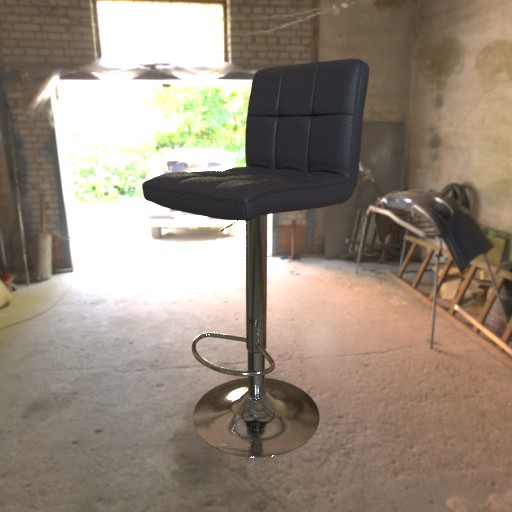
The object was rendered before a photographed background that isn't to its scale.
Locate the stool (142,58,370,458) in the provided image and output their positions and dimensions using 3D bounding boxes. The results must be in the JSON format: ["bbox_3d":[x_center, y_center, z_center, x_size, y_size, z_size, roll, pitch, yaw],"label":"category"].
[{"bbox_3d":[0.000,0.000,1.339,0.430,1.115,0.505,15,22,41],"label":"stool"}]
